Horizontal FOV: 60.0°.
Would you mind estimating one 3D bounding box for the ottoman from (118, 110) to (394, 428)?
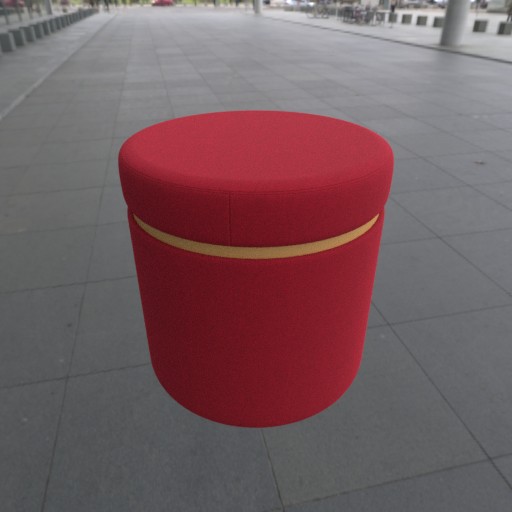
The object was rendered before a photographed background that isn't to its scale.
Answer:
[{"bbox_3d":[0.000,0.000,0.755,0.400,0.406,0.400,0,30,0],"label":"ottoman"}]
